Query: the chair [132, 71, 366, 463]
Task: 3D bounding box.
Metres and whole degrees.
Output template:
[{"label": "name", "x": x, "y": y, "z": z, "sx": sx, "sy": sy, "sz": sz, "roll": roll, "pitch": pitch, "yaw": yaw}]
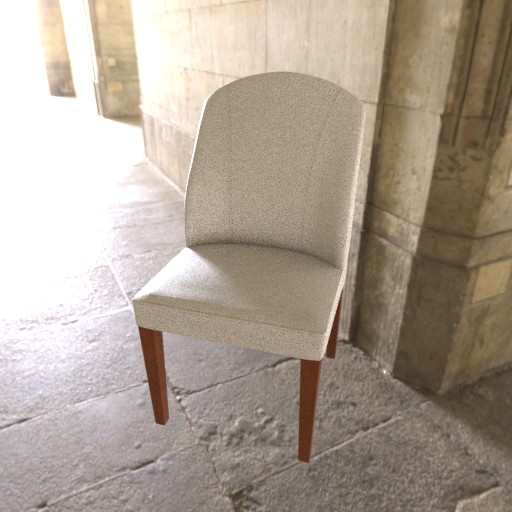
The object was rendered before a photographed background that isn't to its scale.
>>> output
[{"label": "chair", "x": 0.000, "y": 0.000, "z": 1.204, "sx": 0.472, "sy": 0.893, "sz": 0.540, "roll": 8, "pitch": 28, "yaw": 15}]
